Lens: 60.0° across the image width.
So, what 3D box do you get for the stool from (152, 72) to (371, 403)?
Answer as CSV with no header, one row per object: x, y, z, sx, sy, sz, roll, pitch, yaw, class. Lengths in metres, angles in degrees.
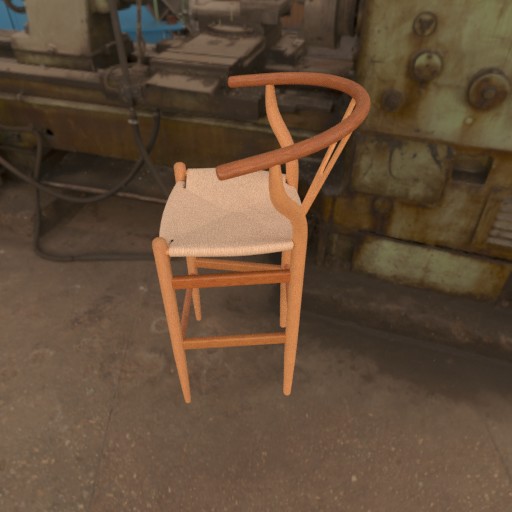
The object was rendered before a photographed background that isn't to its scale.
0.000,0.000,1.439,0.561,1.068,0.574,0,41,0,stool
